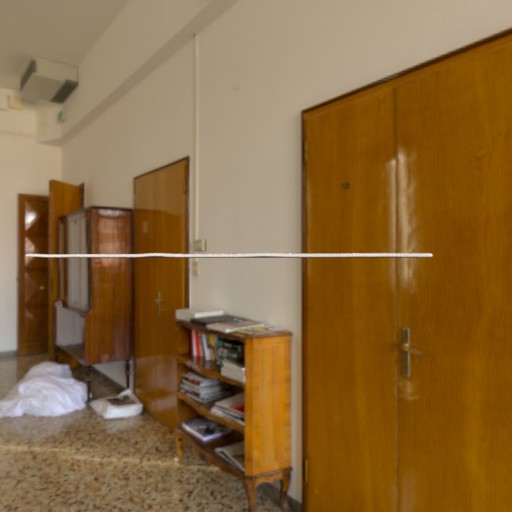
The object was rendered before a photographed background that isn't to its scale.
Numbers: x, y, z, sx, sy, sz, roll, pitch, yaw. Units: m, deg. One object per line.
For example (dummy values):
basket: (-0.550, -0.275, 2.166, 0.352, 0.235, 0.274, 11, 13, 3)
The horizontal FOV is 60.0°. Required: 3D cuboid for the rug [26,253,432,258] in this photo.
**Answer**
rug: (0.000, 0.000, 0.905, 0.639, 0.006, 0.548, 0, 0, 18)
